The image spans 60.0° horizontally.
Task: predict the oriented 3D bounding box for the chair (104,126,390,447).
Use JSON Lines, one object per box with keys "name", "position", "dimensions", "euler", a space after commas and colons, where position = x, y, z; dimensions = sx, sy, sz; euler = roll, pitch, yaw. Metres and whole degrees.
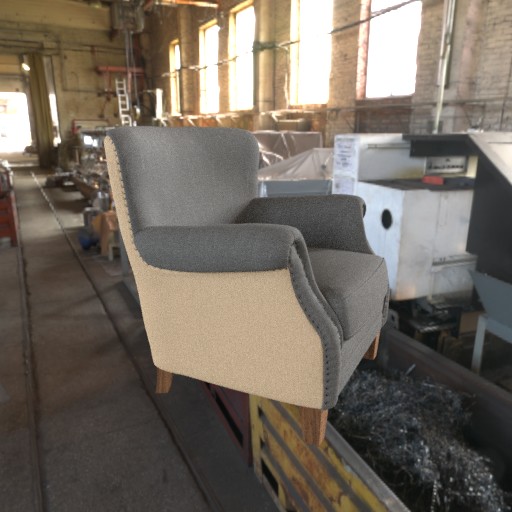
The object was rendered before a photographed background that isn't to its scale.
{"name": "chair", "position": [0.000, 0.000, 1.664], "dimensions": [0.921, 0.936, 0.861], "euler": [8, 18, 27]}
